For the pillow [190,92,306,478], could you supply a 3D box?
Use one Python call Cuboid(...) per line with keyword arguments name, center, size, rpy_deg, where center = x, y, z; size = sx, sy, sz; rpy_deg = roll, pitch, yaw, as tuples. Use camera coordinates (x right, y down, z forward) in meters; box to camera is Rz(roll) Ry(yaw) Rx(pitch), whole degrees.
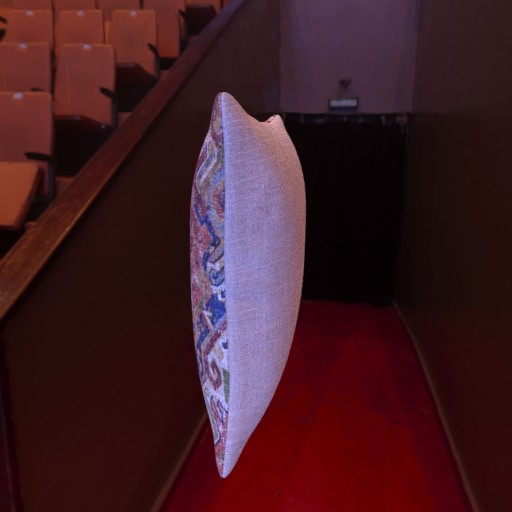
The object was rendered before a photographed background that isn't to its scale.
Cuboid(name="pillow", center=(0.000, 0.000, 0.793), size=(0.166, 0.506, 0.523), rpy_deg=(2, 15, 9))
